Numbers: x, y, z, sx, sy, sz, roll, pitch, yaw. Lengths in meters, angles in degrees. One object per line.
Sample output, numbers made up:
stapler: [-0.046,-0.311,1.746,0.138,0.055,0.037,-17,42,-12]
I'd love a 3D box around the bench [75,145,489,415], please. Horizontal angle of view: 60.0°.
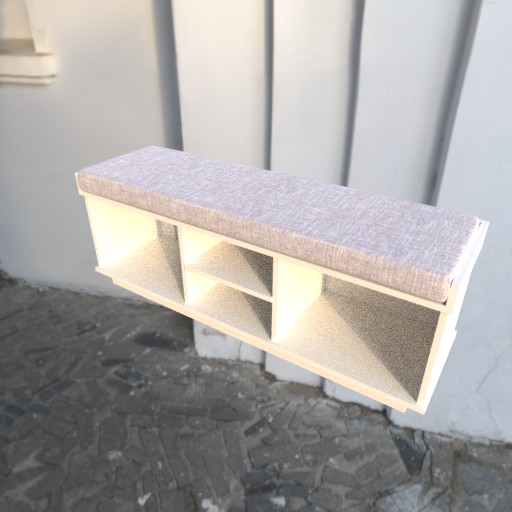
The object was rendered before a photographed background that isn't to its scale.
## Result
bench: [0.000,0.000,1.395,1.196,0.453,0.363,18,35,28]
